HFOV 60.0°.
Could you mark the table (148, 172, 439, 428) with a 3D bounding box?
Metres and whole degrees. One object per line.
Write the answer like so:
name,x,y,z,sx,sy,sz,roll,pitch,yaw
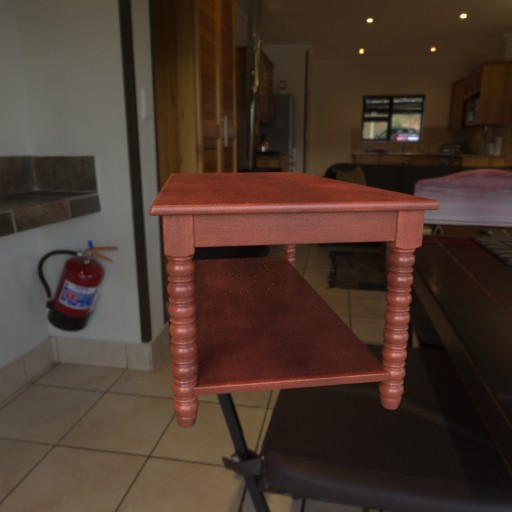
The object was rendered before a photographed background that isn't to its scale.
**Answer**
table,0.000,0.000,1.463,0.580,0.485,1.171,-2,14,-8
